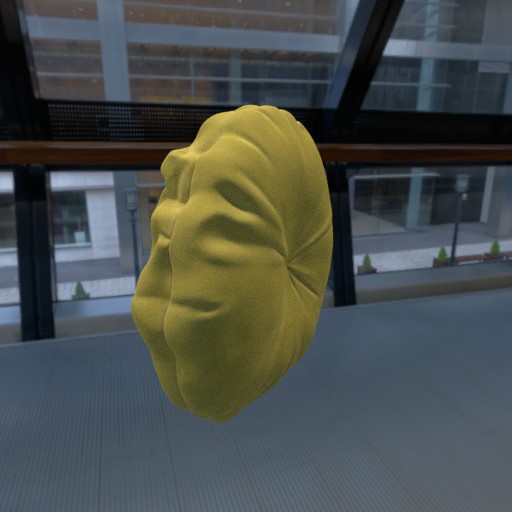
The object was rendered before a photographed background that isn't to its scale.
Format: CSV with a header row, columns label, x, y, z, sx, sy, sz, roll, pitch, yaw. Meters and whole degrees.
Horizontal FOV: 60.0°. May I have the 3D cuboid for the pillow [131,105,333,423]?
label,x,y,z,sx,sy,sz,roll,pitch,yaw
pillow,0.000,0.000,0.631,0.148,0.407,0.428,8,18,26
